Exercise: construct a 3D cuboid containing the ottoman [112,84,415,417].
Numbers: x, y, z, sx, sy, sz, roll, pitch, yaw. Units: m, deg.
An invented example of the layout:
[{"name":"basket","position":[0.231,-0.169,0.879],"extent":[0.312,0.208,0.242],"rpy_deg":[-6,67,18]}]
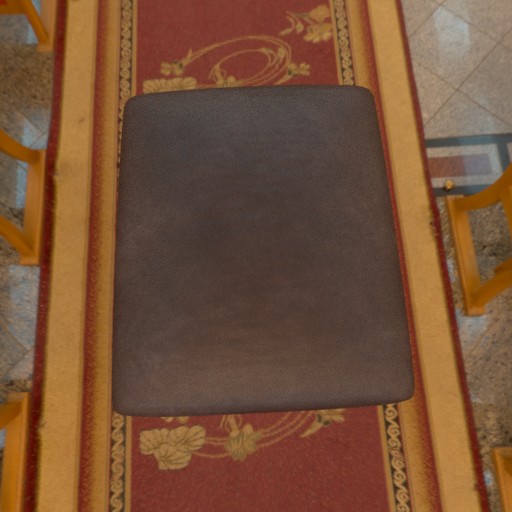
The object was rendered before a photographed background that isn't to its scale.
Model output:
[{"name":"ottoman","position":[0.000,0.000,1.232],"extent":[0.670,0.569,0.806],"rpy_deg":[-3,74,-1]}]
